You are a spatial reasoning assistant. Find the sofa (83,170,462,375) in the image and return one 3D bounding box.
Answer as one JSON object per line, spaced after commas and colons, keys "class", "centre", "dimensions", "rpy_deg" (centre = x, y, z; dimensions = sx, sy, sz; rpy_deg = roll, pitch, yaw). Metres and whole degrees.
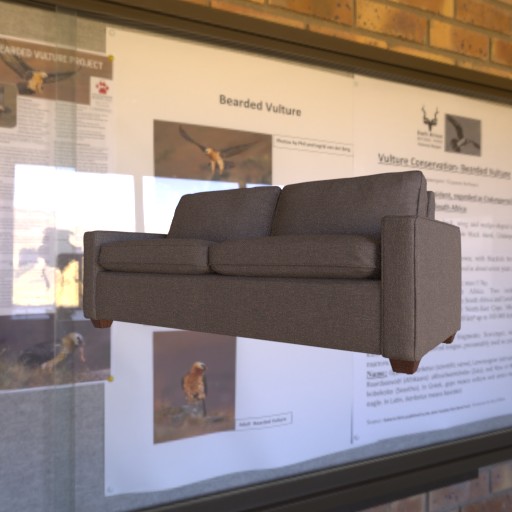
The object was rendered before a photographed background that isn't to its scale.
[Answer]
{"class": "sofa", "centre": [0.000, 0.000, 2.575], "dimensions": [2.080, 0.919, 0.940], "rpy_deg": [0, 0, 34]}
